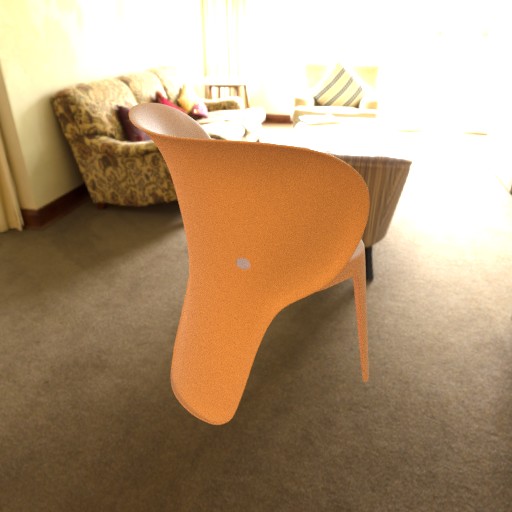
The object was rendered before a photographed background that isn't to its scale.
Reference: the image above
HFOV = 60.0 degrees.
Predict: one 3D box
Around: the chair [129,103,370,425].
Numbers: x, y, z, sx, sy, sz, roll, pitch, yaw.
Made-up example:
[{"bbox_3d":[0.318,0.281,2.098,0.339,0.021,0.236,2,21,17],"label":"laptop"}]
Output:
[{"bbox_3d":[0.000,0.000,0.870,0.402,0.554,0.451,-20,34,-32],"label":"chair"}]
